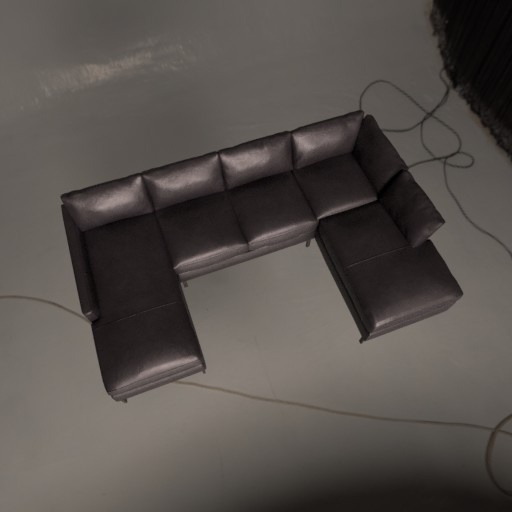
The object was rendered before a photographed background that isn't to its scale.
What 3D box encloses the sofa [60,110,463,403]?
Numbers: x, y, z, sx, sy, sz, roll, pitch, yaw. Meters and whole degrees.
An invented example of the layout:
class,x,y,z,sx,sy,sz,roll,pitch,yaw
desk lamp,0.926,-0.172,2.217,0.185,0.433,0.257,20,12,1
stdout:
class,x,y,z,sx,sy,sz,roll,pitch,yaw
sofa,0.000,0.000,3.859,2.956,0.900,1.939,-18,64,-9
